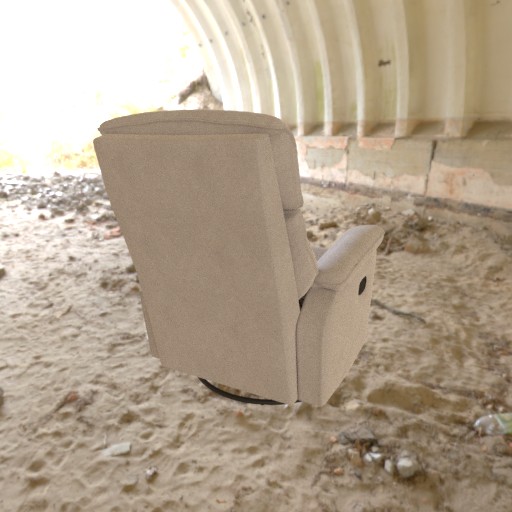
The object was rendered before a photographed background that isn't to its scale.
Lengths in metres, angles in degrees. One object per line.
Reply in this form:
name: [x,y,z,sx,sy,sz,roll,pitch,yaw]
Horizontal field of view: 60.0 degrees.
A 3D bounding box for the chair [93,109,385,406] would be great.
chair: [0.000,0.000,1.715,0.820,1.039,1.001,8,17,27]
